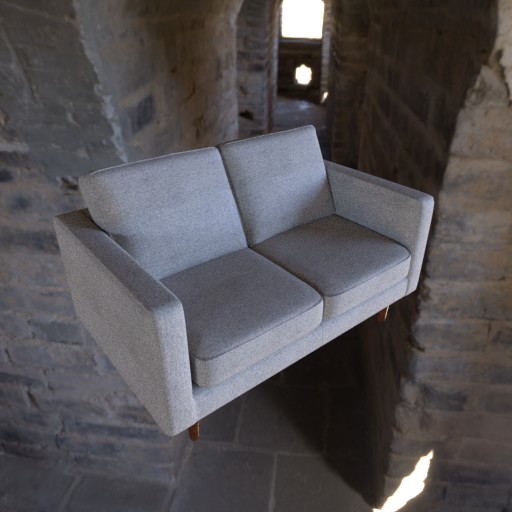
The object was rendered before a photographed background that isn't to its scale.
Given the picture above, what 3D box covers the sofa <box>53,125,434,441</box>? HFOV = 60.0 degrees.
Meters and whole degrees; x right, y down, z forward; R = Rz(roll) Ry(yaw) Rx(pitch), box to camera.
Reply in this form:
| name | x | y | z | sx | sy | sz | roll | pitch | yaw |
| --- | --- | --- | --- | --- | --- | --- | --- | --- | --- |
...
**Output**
| name | x | y | z | sx | sy | sz | roll | pitch | yaw |
| --- | --- | --- | --- | --- | --- | --- | --- | --- | --- |
| sofa | 0.000 | 0.000 | 2.161 | 1.527 | 0.973 | 0.969 | -22 | 36 | -33 |
